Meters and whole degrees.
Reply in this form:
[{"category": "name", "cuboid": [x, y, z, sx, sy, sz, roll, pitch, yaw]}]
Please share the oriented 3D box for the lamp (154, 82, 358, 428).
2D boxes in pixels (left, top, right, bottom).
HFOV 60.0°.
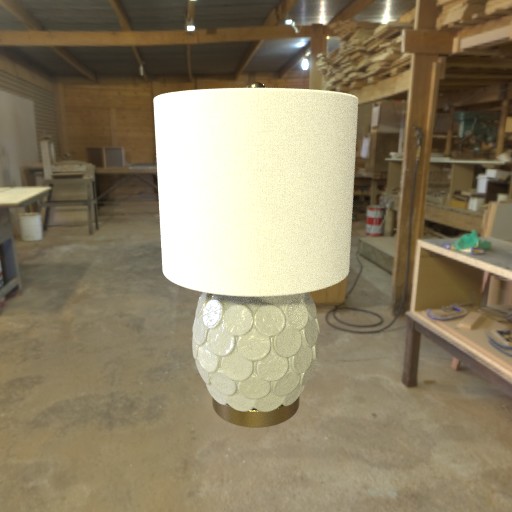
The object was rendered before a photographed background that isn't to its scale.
[{"category": "lamp", "cuboid": [0.000, 0.000, 0.613, 0.254, 0.452, 0.254, 0, 14, 0]}]
